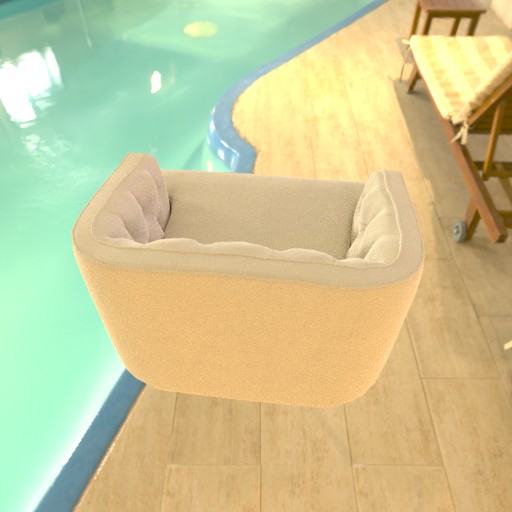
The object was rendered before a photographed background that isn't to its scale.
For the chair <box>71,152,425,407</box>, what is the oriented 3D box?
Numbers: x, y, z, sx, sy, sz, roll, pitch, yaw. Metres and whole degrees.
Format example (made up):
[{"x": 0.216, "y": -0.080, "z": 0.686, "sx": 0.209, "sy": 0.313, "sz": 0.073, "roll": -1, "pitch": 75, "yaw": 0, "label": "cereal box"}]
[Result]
[{"x": 0.000, "y": 0.000, "z": 1.751, "sx": 1.104, "sy": 0.852, "sz": 0.941, "roll": 5, "pitch": 48, "yaw": 4, "label": "chair"}]
